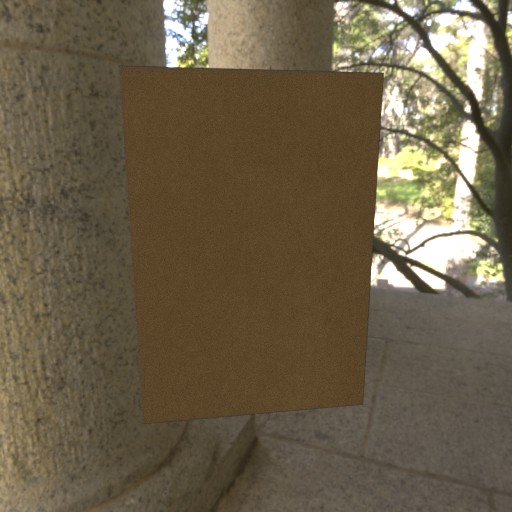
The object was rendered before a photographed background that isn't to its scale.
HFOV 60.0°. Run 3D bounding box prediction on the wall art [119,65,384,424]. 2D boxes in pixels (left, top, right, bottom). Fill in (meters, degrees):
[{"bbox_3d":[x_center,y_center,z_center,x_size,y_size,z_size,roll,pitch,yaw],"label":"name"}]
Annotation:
[{"bbox_3d":[0.000,0.000,0.582,0.314,0.455,0.019,-2,14,-8],"label":"wall art"}]
